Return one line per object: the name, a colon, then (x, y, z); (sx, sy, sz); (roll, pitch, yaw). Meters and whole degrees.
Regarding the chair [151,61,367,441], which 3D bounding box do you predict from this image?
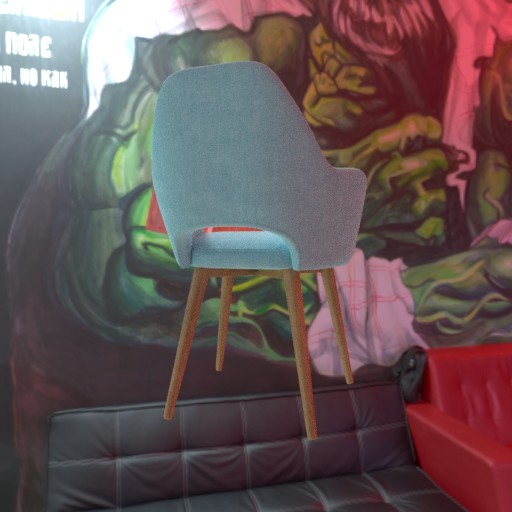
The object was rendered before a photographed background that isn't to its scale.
chair: (0.000, 0.000, 1.234); (0.590, 0.840, 0.610); (1, 2, 18)
